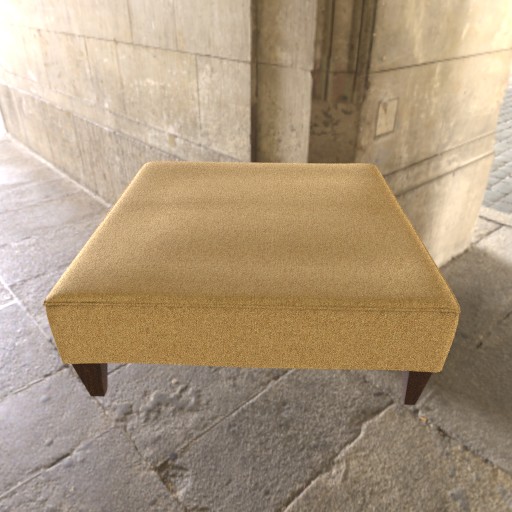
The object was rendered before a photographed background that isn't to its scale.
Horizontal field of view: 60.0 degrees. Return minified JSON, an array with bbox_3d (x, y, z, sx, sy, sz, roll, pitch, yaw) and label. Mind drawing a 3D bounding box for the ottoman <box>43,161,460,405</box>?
[{"bbox_3d":[0.000,0.000,1.497,0.970,0.378,0.981,1,31,2],"label":"ottoman"}]
